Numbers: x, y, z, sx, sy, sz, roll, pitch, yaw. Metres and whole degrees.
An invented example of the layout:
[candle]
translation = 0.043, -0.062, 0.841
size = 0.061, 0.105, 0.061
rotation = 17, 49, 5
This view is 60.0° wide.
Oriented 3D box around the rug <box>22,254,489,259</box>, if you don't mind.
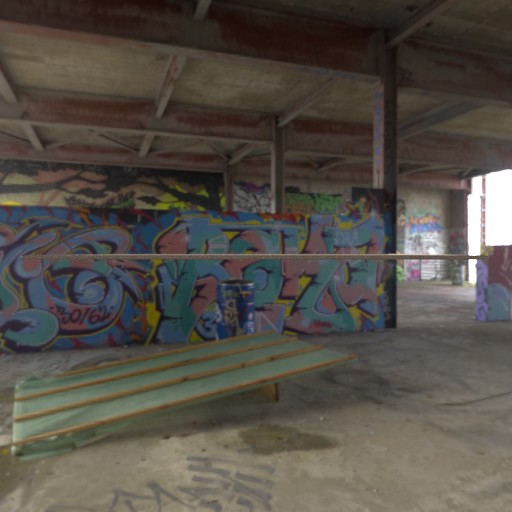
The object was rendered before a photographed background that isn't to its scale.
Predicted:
[rug]
translation = 0.000, 0.000, 2.704
size = 2.081, 0.020, 1.525
rotation = 0, 0, 1
